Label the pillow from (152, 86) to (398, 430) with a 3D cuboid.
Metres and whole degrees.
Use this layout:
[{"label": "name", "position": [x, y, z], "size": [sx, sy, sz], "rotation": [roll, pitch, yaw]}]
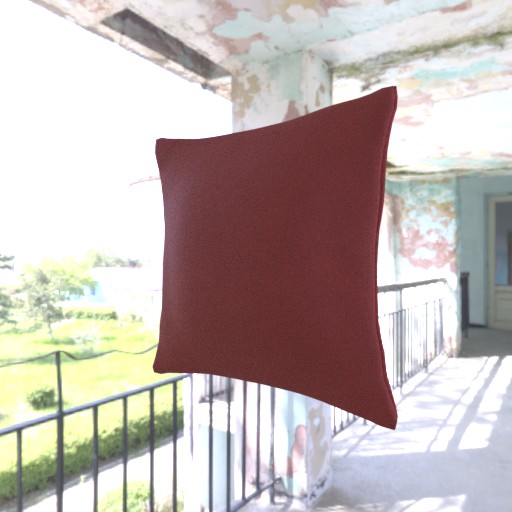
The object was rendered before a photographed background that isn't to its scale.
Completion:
[{"label": "pillow", "position": [0.000, 0.000, 0.666], "size": [0.435, 0.416, 0.151], "rotation": [0, 0, 36]}]
